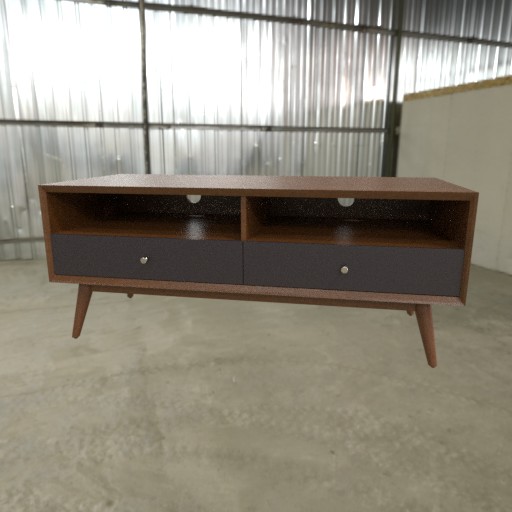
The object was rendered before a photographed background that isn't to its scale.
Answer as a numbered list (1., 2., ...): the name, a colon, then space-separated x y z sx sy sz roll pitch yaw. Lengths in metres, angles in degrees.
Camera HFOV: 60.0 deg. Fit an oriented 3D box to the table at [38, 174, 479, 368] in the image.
1. table: 0.000 0.000 1.389 1.119 0.464 0.490 2 14 10
